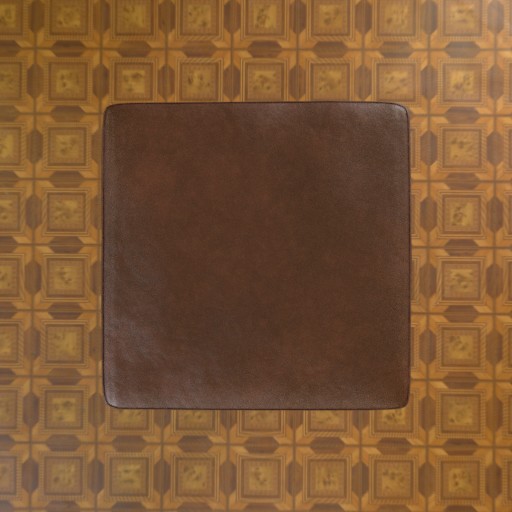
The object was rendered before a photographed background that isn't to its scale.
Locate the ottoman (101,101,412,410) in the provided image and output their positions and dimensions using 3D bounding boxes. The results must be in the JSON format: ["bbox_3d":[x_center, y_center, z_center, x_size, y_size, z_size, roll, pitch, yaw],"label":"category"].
[{"bbox_3d":[0.000,0.000,1.324,0.844,0.415,0.836,0,90,1],"label":"ottoman"}]
